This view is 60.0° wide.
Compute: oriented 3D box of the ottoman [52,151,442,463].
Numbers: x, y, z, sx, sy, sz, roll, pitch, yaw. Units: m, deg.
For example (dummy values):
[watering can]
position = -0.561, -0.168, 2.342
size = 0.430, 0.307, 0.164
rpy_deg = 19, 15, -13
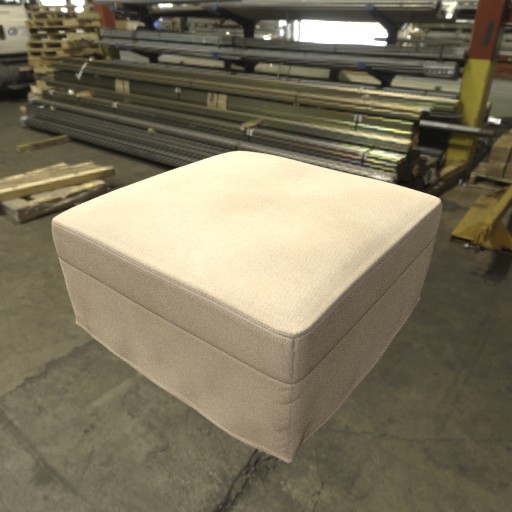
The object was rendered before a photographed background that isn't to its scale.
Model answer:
[ottoman]
position = 0.000, 0.000, 1.358
size = 0.842, 0.441, 0.843
rpy_deg = 21, 36, 32
